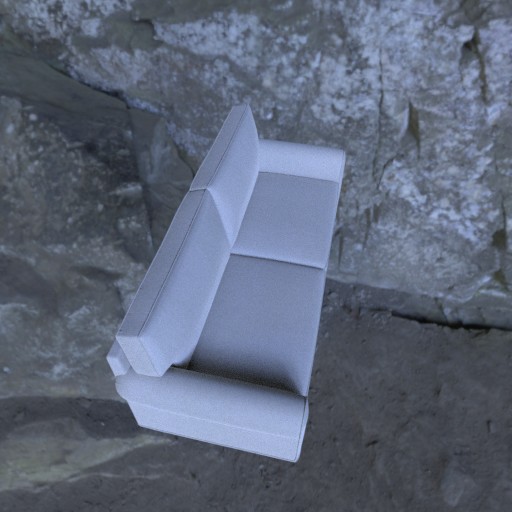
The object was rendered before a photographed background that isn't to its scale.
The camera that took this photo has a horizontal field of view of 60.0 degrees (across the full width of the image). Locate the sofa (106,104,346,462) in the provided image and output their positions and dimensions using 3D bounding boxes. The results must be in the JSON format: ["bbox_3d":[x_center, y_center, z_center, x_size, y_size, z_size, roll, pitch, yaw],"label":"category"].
[{"bbox_3d":[0.000,0.000,2.722,0.901,0.962,2.146,9,48,9],"label":"sofa"}]
